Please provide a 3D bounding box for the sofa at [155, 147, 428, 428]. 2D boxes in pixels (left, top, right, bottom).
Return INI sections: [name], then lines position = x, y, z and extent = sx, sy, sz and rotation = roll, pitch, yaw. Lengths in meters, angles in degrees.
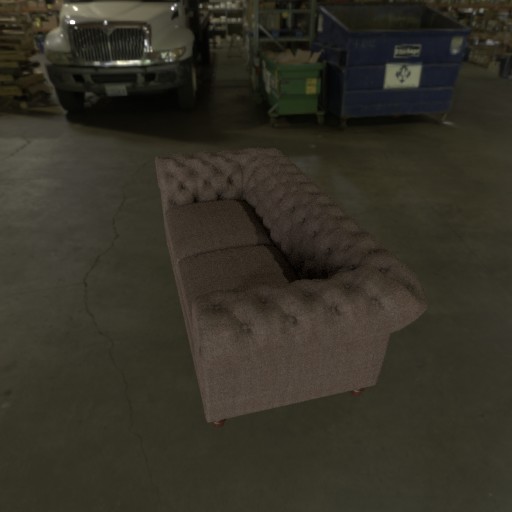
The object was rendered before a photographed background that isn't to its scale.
[sofa]
position = 0.000, 0.000, 2.583
extent = 0.944, 0.780, 2.048
rotation = -8, 31, -13
